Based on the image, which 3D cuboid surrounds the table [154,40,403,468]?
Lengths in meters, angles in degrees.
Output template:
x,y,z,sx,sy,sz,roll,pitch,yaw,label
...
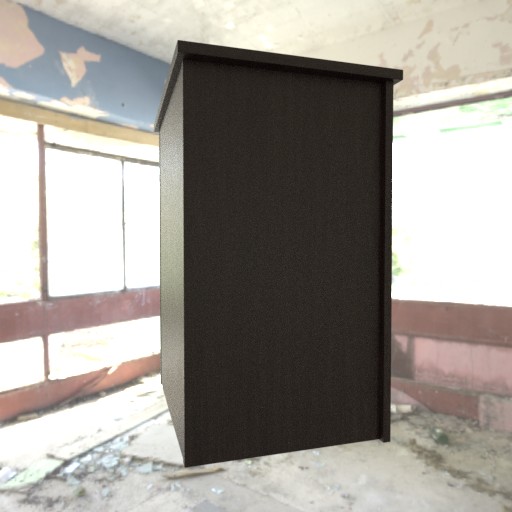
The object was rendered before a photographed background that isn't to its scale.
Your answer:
x,y,z,sx,sy,sz,roll,pitch,yaw,label
0.000,0.000,0.928,0.381,0.635,0.480,0,2,-17,table
